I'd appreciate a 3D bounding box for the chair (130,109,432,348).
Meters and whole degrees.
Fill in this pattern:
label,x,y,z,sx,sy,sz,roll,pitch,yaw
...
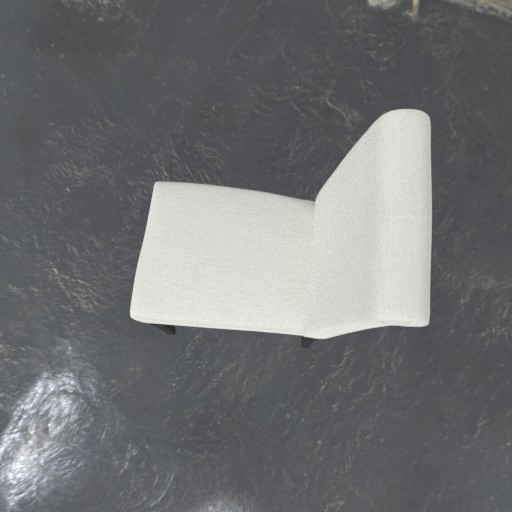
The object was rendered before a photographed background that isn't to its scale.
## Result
label,x,y,z,sx,sy,sz,roll,pitch,yaw
chair,0.000,0.000,1.336,0.708,0.976,0.452,6,75,2
